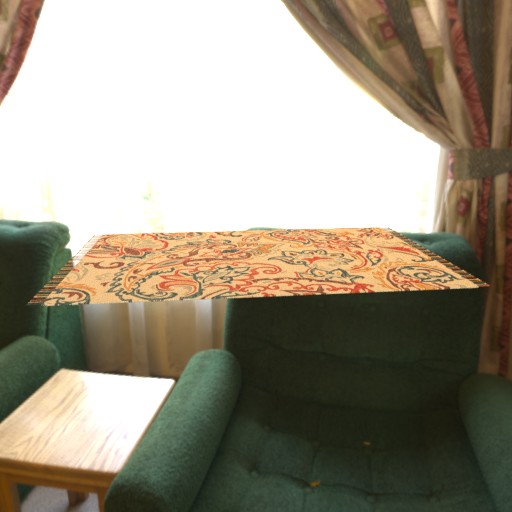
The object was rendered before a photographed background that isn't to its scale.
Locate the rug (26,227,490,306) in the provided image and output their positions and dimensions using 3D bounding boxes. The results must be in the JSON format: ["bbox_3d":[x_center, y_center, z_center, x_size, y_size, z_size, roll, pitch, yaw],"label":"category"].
[{"bbox_3d":[0.000,0.000,3.168,2.584,0.010,1.523,-2,17,-6],"label":"rug"}]
